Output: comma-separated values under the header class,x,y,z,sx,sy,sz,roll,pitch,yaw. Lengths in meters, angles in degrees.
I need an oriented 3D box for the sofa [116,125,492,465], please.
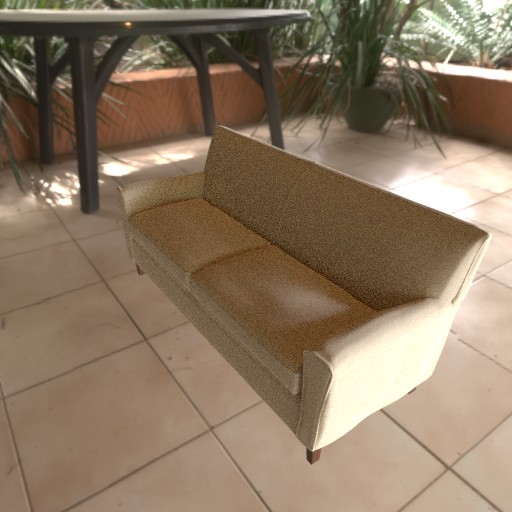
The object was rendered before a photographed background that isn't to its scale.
class,x,y,z,sx,sy,sz,roll,pitch,yaw
sofa,0.000,0.000,2.424,0.841,0.907,2.001,-20,36,-30
